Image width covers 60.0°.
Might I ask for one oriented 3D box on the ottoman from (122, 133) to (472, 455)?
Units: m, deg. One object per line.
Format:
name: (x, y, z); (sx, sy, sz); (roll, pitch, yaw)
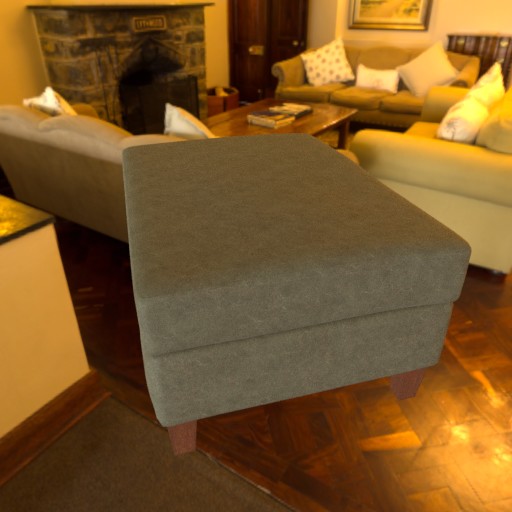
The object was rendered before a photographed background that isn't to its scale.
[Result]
ottoman: (0.000, 0.000, 1.197); (0.639, 0.464, 0.839); (-8, 31, -14)
